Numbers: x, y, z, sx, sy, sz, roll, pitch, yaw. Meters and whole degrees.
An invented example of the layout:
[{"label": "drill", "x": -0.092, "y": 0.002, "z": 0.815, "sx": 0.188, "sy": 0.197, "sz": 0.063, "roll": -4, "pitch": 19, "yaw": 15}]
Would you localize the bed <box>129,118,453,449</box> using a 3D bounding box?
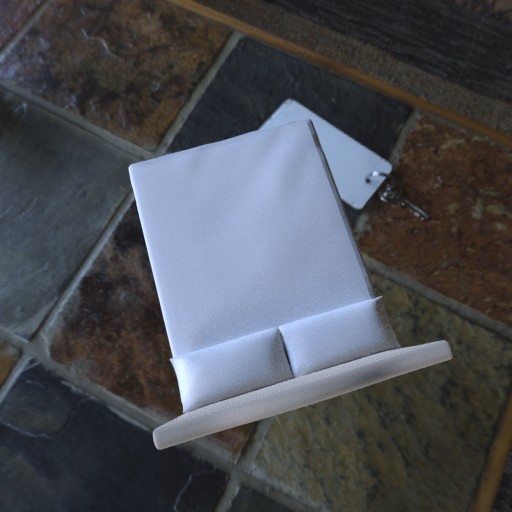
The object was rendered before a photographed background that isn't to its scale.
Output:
[{"label": "bed", "x": 0.000, "y": 0.000, "z": 3.189, "sx": 1.678, "sy": 1.398, "sz": 2.052, "roll": -16, "pitch": 75, "yaw": -4}]
